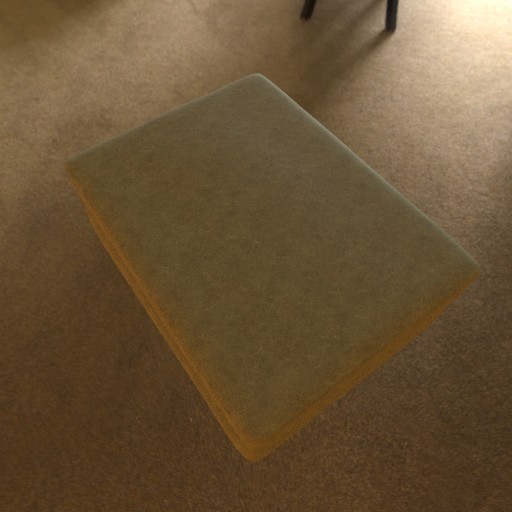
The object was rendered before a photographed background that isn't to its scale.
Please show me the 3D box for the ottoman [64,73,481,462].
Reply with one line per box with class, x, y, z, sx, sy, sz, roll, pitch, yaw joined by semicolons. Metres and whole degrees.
ottoman;0.000;0.000;1.209;0.639;0.464;0.839;-32;63;-18
